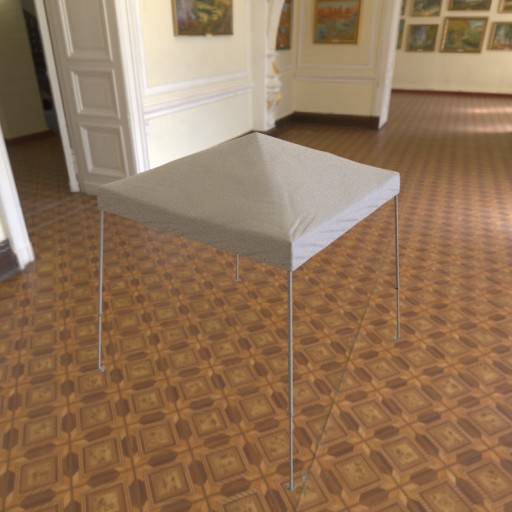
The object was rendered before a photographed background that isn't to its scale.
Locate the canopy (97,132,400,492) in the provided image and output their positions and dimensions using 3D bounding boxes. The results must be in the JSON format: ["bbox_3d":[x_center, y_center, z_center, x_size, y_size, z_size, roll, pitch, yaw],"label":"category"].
[{"bbox_3d":[0.000,0.000,6.574,3.599,3.600,3.600,18,32,31],"label":"canopy"}]
